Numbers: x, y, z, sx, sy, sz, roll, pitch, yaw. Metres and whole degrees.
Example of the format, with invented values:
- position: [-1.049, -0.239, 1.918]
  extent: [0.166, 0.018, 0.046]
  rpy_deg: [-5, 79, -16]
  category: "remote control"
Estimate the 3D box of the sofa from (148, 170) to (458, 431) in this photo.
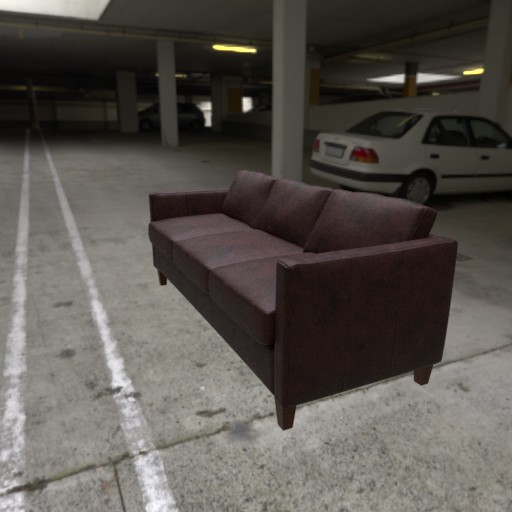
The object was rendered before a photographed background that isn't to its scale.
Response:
- position: [0.000, 0.000, 3.083]
  extent: [1.045, 1.006, 2.464]
  rpy_deg: [-7, 17, -25]
  category: "sofa"
